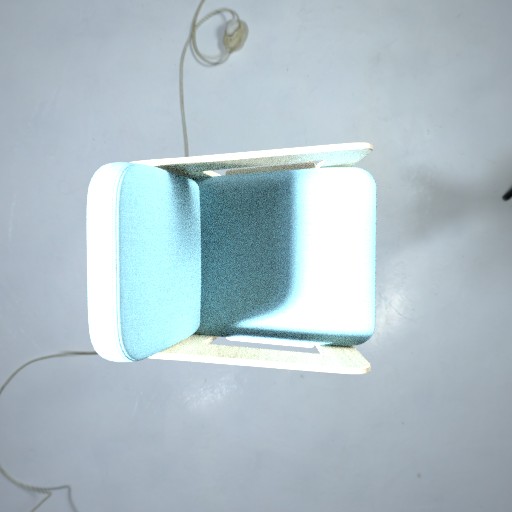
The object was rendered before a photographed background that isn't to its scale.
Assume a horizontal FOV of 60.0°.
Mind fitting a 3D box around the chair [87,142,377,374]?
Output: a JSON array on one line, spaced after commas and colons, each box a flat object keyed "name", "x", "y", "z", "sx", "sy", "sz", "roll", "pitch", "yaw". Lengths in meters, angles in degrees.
[{"name": "chair", "x": 0.000, "y": 0.000, "z": 1.286, "sx": 0.710, "sy": 0.800, "sz": 0.590, "roll": 0, "pitch": 92, "yaw": -2}]
